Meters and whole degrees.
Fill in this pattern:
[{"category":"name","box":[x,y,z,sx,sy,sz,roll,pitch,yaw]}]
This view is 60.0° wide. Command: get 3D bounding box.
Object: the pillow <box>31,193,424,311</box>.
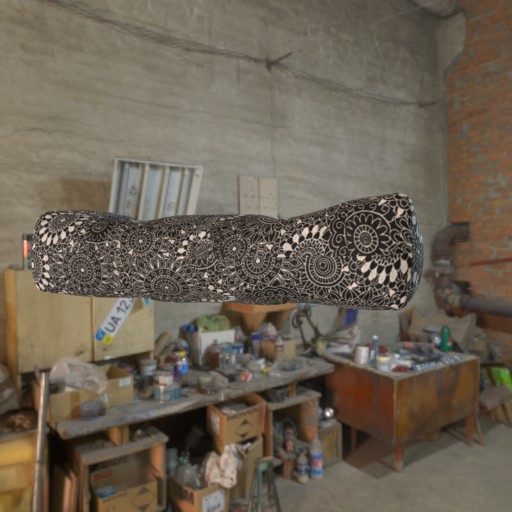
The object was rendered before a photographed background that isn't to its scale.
[{"category":"pillow","box":[0.000,0.000,0.713,0.490,0.128,0.468,0,0,18]}]
